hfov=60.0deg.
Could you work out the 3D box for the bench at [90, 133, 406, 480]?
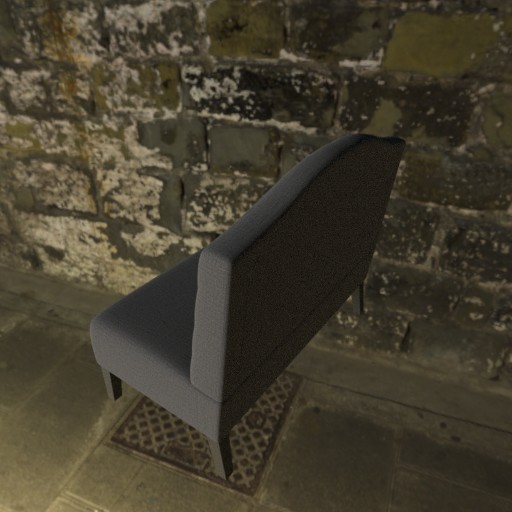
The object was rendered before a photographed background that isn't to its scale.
[{"bbox_3d":[0.000,0.000,2.027,0.815,1.180,1.335,20,37,30],"label":"bench"}]
